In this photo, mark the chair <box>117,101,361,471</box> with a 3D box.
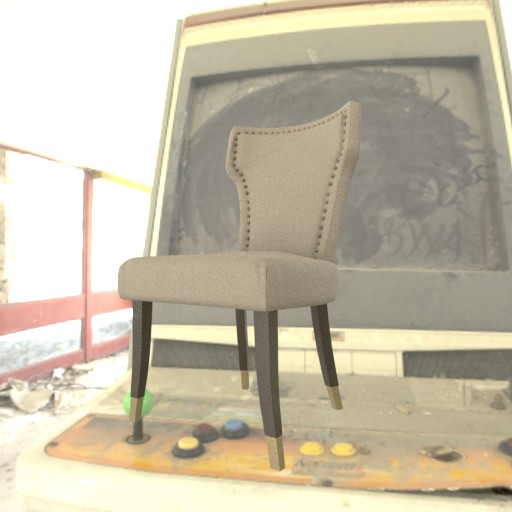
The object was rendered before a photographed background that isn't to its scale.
[{"bbox_3d":[0.000,0.000,1.336,0.526,0.950,0.630,0,0,36],"label":"chair"}]
